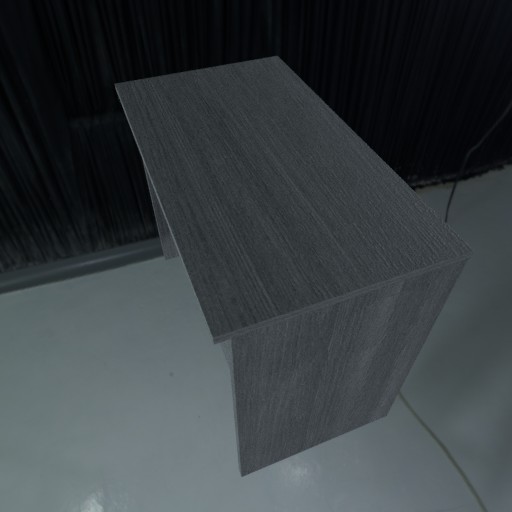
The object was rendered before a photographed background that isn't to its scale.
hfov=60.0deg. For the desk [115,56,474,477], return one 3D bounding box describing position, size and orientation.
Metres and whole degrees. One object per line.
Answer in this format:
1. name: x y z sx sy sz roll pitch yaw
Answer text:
1. desk: 0.000 0.000 1.289 0.498 0.724 0.893 -16 49 -15
